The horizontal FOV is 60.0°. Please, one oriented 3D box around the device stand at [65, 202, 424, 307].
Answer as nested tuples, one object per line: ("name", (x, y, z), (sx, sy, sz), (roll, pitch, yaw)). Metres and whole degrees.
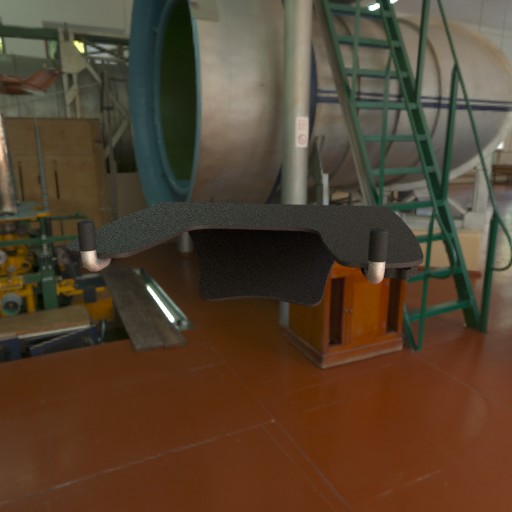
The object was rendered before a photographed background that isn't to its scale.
("device stand", (0.000, 0.000, 0.348), (0.230, 0.092, 0.230), (2, 15, 8))
